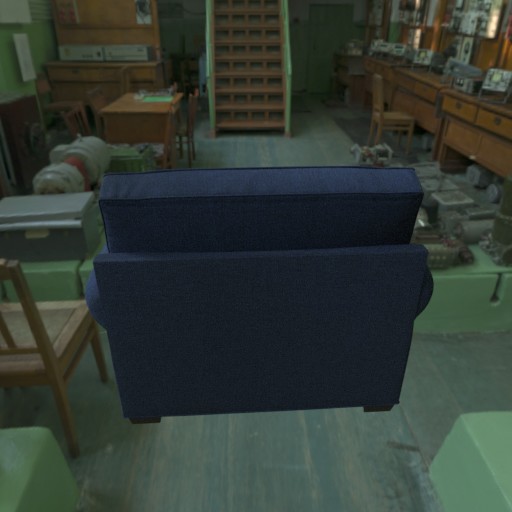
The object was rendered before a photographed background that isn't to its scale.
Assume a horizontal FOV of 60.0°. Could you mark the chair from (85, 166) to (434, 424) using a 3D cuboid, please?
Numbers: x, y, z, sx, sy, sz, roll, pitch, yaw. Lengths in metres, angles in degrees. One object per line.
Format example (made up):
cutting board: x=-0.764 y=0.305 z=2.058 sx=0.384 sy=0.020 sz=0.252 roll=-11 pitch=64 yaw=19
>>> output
chair: x=0.000 y=0.000 z=1.992 sx=1.285 sy=1.044 sz=0.963 roll=-2 pitch=29 yaw=-3
